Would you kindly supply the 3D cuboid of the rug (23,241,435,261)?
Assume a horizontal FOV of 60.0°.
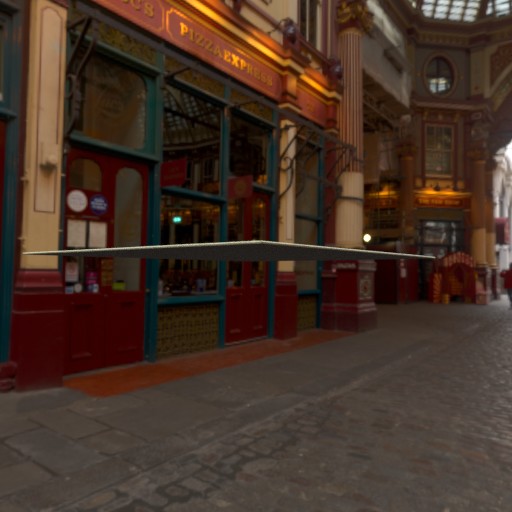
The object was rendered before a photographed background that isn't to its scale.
[{"bbox_3d":[0.000,0.000,4.229,2.452,0.016,3.204,-1,-2,37],"label":"rug"}]
